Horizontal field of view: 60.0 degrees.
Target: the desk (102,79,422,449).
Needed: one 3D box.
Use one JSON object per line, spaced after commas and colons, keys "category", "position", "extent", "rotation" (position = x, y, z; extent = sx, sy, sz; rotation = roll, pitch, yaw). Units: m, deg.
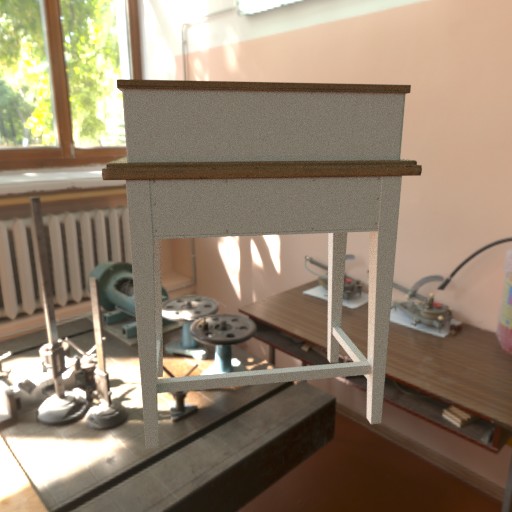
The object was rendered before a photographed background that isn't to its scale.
{"category": "desk", "position": [0.000, 0.000, 1.403], "extent": [0.814, 0.981, 0.462], "rotation": [-2, 15, -9]}
